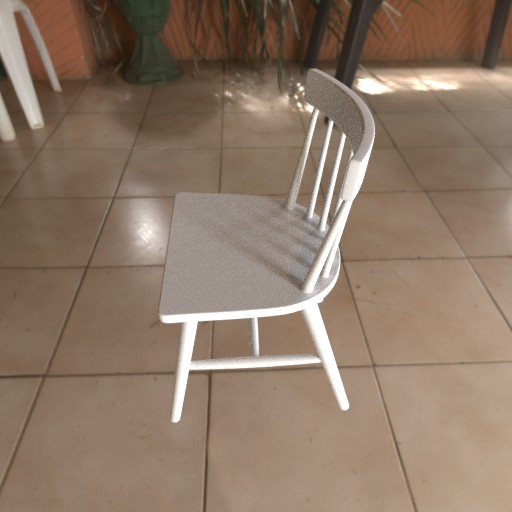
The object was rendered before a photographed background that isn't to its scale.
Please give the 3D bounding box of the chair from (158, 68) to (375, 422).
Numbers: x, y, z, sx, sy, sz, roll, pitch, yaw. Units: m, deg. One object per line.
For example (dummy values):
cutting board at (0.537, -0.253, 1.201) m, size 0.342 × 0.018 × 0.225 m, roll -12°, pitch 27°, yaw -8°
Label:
chair at (0.000, 0.000, 1.147) m, size 0.500 × 0.787 × 0.483 m, roll -2°, pitch 40°, yaw -3°
